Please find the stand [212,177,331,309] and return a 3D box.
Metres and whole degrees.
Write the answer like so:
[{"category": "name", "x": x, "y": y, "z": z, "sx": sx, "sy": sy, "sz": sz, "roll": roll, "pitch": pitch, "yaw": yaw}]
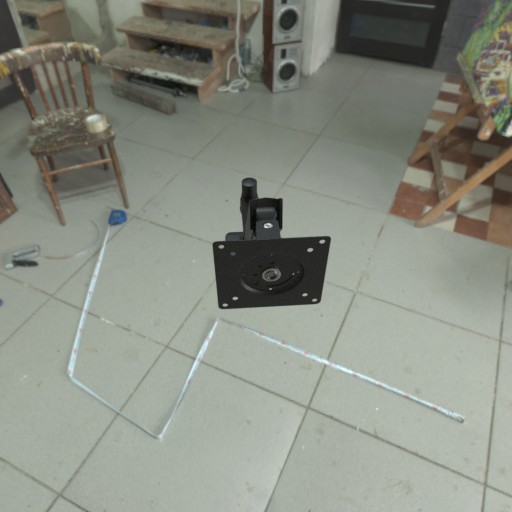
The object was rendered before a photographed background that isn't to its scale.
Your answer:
[{"category": "stand", "x": 0.000, "y": 0.000, "z": 1.026, "sx": 0.152, "sy": 0.713, "sz": 0.650, "roll": -3, "pitch": 45, "yaw": -3}]
